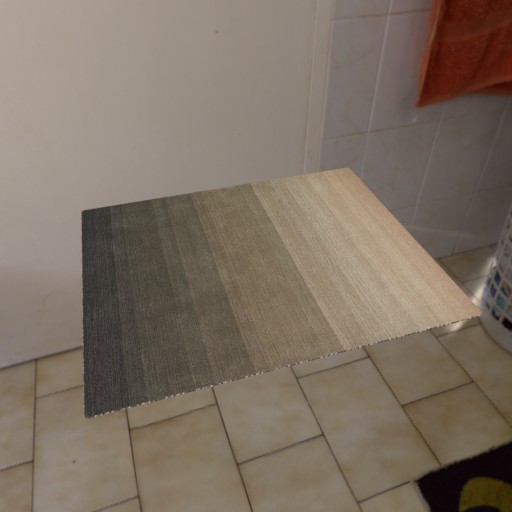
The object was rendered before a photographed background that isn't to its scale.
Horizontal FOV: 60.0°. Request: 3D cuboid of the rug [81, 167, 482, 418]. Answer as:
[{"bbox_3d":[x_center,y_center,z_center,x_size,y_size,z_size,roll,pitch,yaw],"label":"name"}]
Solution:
[{"bbox_3d":[0.000,0.000,3.859,2.902,0.017,2.305,-11,42,-13],"label":"rug"}]
